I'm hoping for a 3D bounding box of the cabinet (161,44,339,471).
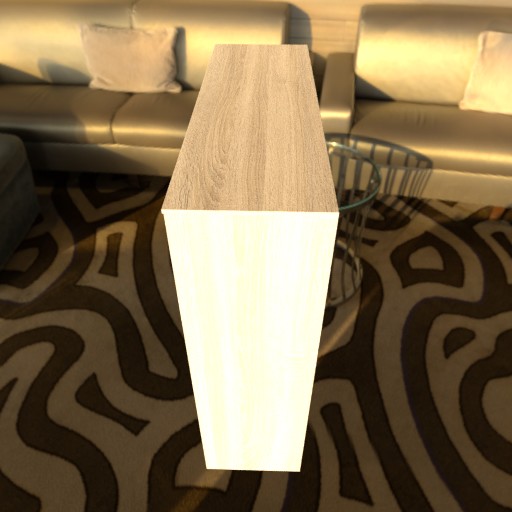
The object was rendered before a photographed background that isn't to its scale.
[{"bbox_3d":[0.000,0.000,2.895,0.620,2.060,1.870,1,41,1],"label":"cabinet"}]
